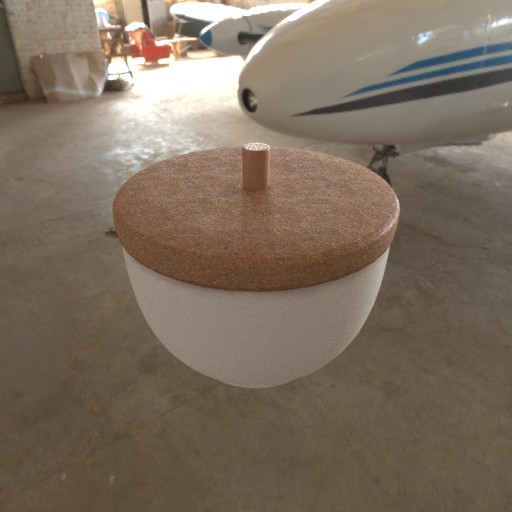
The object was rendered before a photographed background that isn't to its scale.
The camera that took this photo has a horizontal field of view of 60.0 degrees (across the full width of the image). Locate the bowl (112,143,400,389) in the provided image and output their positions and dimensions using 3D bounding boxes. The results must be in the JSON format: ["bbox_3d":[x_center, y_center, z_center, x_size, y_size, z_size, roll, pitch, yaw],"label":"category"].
[{"bbox_3d":[0.000,0.000,0.219,0.126,0.110,0.126,0,32,0],"label":"bowl"}]
